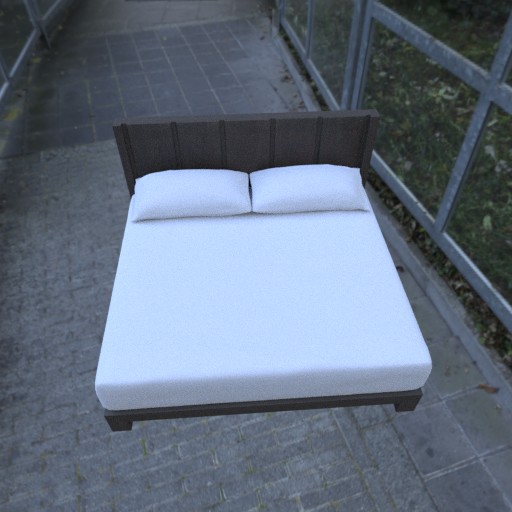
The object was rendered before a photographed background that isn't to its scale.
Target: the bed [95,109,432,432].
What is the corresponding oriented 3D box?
[{"bbox_3d":[0.000,0.000,3.362,2.134,1.270,2.012,-3,46,-3],"label":"bed"}]
